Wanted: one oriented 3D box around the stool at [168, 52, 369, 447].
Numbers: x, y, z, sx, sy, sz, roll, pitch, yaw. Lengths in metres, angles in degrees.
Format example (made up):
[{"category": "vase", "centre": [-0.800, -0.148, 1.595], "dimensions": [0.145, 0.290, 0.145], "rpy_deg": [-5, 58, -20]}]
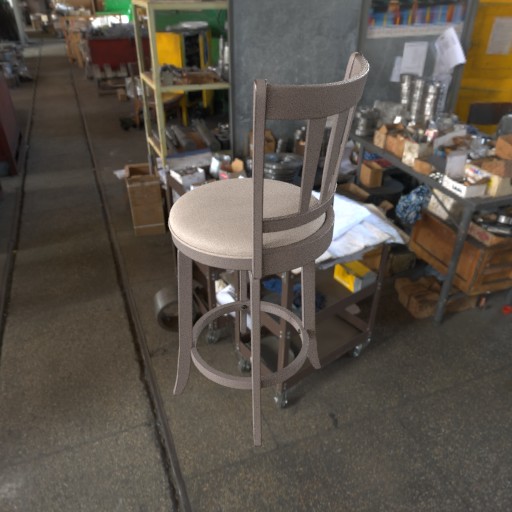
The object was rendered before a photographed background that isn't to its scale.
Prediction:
[{"category": "stool", "centre": [0.000, 0.000, 1.241], "dimensions": [0.475, 1.023, 0.436], "rpy_deg": [20, 37, 29]}]
